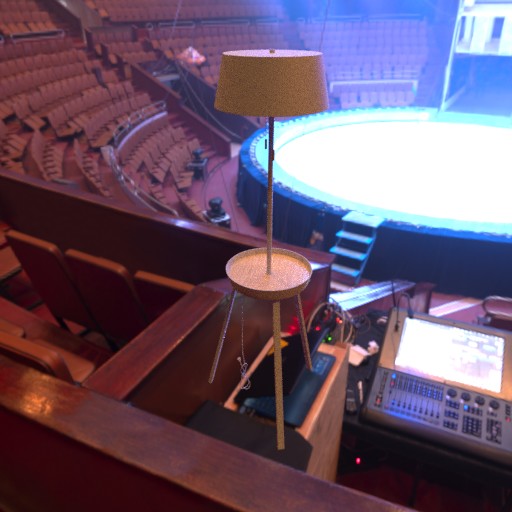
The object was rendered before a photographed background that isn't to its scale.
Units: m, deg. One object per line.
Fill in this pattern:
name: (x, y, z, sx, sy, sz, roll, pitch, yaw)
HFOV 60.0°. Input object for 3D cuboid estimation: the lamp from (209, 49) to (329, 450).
lamp: (0.000, 0.000, 1.685, 0.468, 1.429, 0.508, 9, 30, 17)
